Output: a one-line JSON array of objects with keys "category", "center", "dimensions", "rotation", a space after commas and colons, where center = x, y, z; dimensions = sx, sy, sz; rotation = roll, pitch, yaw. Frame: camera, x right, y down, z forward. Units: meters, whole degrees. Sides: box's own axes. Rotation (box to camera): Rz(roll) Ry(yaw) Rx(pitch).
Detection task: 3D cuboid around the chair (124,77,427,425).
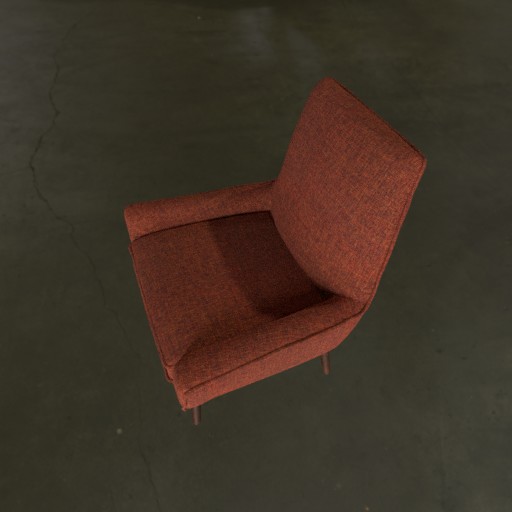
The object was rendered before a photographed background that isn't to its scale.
[{"category": "chair", "center": [0.000, 0.000, 1.485], "dimensions": [0.784, 0.911, 0.803], "rotation": [-16, 49, -15]}]
